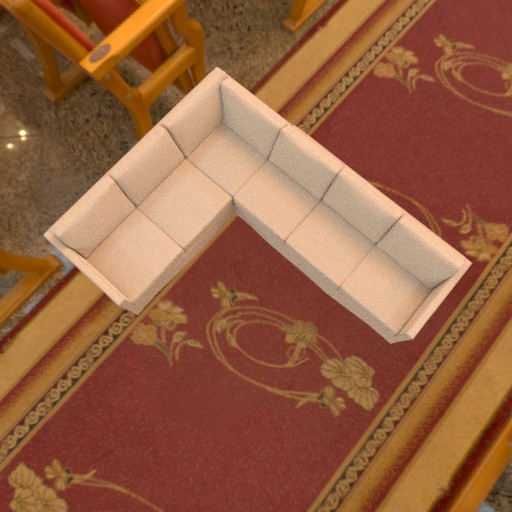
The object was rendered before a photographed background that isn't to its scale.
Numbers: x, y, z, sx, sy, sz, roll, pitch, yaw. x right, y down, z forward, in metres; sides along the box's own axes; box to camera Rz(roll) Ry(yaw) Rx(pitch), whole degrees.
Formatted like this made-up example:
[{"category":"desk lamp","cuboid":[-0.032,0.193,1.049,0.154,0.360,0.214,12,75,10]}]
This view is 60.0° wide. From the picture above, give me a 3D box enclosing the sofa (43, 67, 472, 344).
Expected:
[{"category":"sofa","cuboid":[0.000,0.000,4.334,3.182,0.871,2.432,40,80,9]}]
